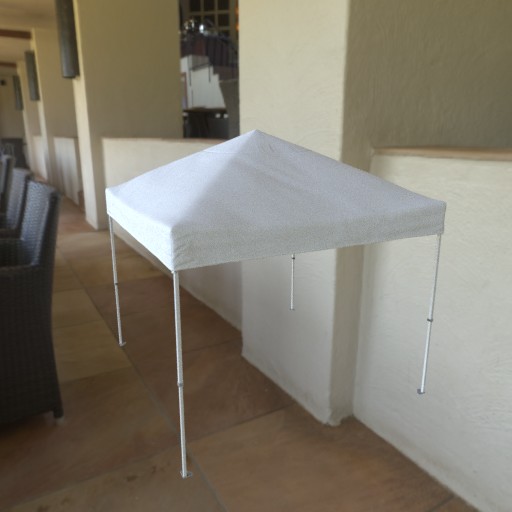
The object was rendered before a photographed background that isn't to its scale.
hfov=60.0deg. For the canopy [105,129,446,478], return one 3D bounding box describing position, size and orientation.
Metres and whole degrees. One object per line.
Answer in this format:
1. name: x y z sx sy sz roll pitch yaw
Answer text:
1. canopy: 0.000 0.000 5.453 2.996 2.997 2.998 -8 17 -26
